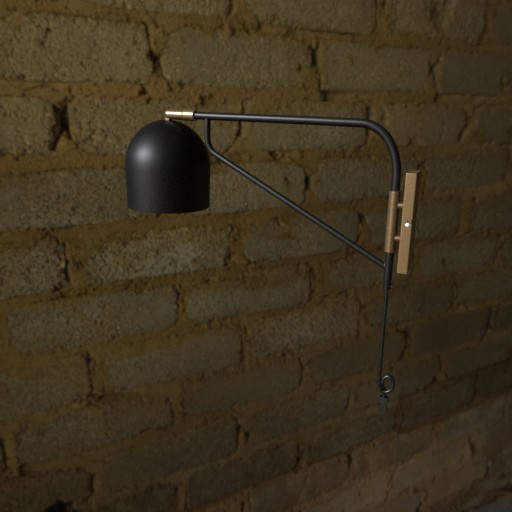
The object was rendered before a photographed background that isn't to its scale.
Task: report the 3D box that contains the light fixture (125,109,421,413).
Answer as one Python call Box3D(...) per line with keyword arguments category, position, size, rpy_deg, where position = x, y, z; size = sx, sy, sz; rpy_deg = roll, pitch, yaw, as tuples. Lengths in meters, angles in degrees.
Box3D(category="light fixture", position=(0.000, 0.000, 1.092), size=(0.720, 0.696, 0.215), rpy_deg=(8, 18, 25))
